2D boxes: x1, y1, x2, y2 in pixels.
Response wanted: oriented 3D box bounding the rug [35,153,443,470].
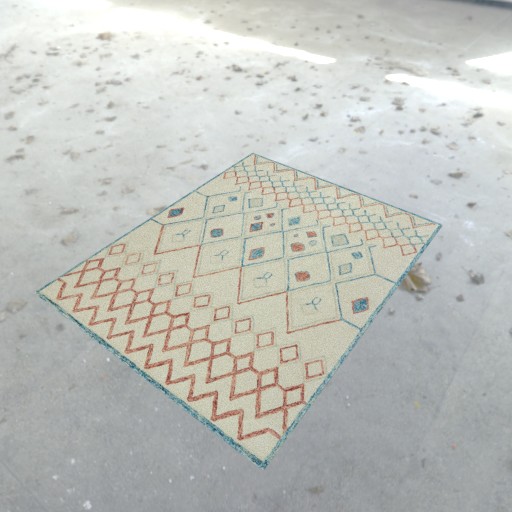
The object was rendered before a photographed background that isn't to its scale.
[{"bbox_3d":[0.000,0.000,4.137,2.441,0.016,3.050,27,48,27],"label":"rug"}]
